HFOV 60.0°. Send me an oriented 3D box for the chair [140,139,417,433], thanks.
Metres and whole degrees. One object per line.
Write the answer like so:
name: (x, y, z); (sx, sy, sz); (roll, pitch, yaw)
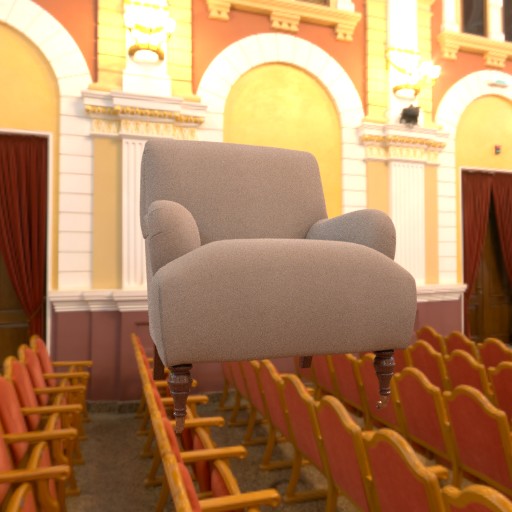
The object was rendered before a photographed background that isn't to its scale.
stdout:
chair: (0.000, 0.000, 1.542); (0.766, 0.942, 0.842); (0, -1, -18)
